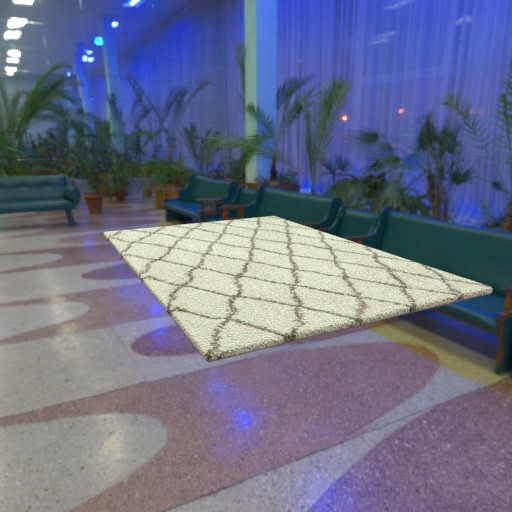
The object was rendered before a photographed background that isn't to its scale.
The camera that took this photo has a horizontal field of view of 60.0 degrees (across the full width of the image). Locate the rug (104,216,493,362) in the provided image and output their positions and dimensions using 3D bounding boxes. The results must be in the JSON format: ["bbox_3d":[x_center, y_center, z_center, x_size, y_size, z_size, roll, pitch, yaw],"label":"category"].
[{"bbox_3d":[0.000,0.000,2.256,1.219,0.030,1.778,-8,17,-26],"label":"rug"}]
